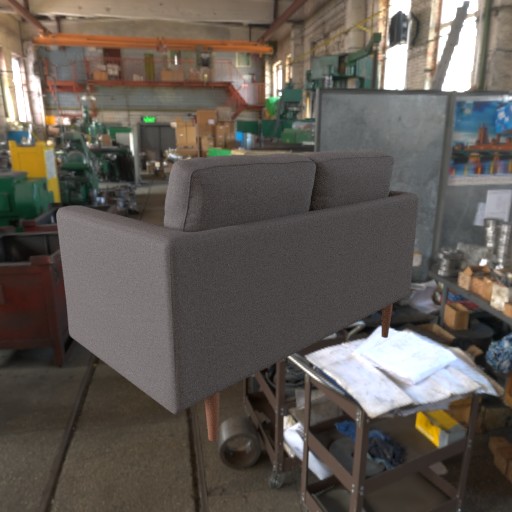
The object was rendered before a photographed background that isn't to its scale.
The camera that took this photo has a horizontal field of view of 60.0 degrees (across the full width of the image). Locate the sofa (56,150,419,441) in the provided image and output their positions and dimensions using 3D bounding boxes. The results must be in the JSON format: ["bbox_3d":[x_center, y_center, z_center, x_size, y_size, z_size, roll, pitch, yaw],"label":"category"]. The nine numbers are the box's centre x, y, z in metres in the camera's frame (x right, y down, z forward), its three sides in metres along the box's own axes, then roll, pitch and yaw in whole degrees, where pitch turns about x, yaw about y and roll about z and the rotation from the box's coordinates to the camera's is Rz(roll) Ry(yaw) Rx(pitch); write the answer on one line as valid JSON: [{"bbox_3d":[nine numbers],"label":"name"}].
[{"bbox_3d":[0.000,0.000,1.964,1.430,0.908,0.796,-14,21,-43],"label":"sofa"}]
